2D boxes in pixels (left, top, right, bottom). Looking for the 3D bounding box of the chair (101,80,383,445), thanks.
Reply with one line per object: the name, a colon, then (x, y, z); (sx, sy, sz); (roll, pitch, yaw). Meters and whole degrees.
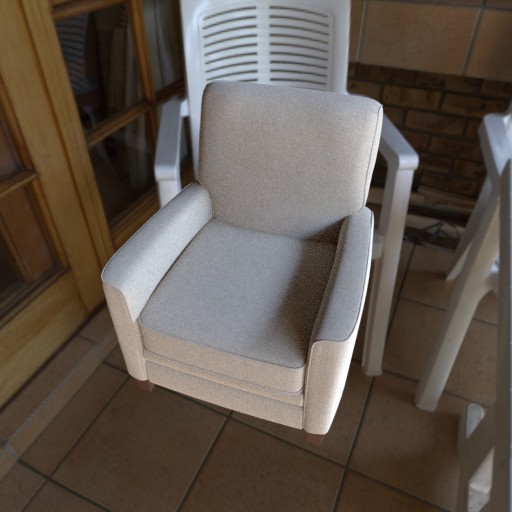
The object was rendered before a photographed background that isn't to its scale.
chair: (0.000, 0.000, 1.672); (0.845, 1.023, 0.859); (12, 42, 14)
